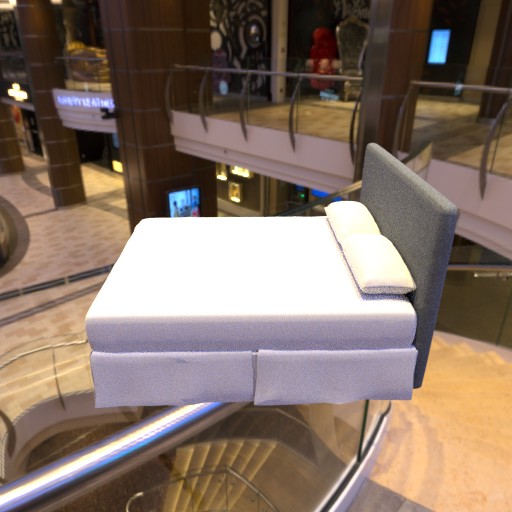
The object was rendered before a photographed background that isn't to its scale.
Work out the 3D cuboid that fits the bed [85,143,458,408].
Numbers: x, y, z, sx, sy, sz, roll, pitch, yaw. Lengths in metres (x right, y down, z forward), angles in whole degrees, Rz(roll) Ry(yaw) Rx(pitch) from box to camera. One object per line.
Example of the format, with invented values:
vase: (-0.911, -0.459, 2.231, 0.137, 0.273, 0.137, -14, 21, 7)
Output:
bed: (0.000, 0.000, 3.294, 2.142, 1.330, 1.723, -1, 26, -1)
